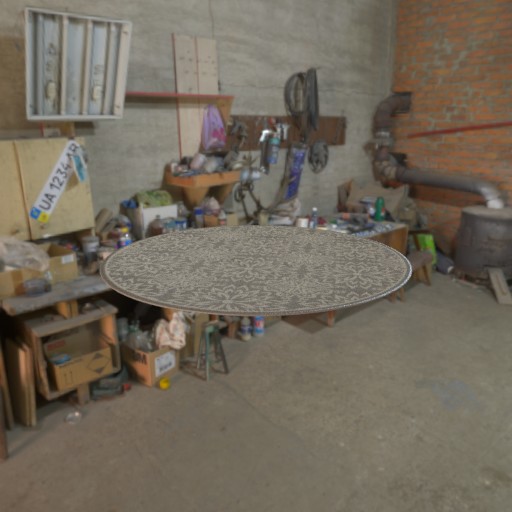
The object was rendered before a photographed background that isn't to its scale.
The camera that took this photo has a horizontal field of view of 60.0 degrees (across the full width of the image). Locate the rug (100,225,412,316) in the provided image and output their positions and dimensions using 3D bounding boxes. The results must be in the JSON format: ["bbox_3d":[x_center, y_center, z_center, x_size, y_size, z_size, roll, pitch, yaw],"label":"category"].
[{"bbox_3d":[0.000,0.000,2.387,1.593,0.012,1.593,0,16,0],"label":"rug"}]
